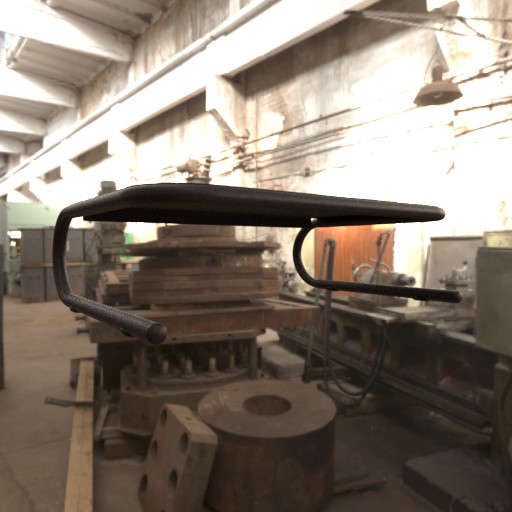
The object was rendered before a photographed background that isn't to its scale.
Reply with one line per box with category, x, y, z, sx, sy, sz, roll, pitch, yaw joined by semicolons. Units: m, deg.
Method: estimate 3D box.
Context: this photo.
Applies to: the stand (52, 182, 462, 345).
stand;0.000;0.000;0.497;0.370;0.108;0.280;-1;1;-36
